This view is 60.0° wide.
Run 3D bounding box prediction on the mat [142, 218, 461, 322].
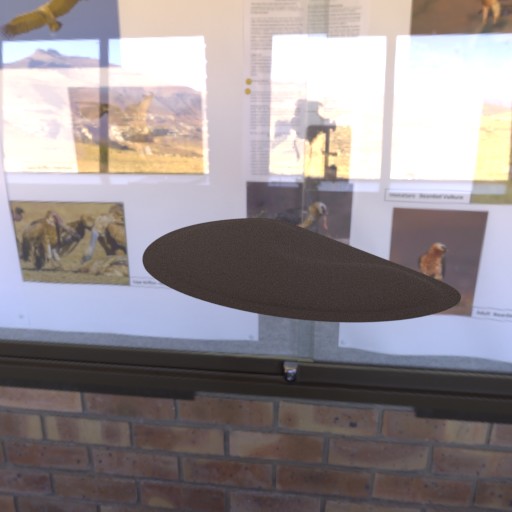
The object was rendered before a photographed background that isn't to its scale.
[{"bbox_3d":[0.000,0.000,1.853,0.913,0.013,1.524,-7,18,-24],"label":"mat"}]
